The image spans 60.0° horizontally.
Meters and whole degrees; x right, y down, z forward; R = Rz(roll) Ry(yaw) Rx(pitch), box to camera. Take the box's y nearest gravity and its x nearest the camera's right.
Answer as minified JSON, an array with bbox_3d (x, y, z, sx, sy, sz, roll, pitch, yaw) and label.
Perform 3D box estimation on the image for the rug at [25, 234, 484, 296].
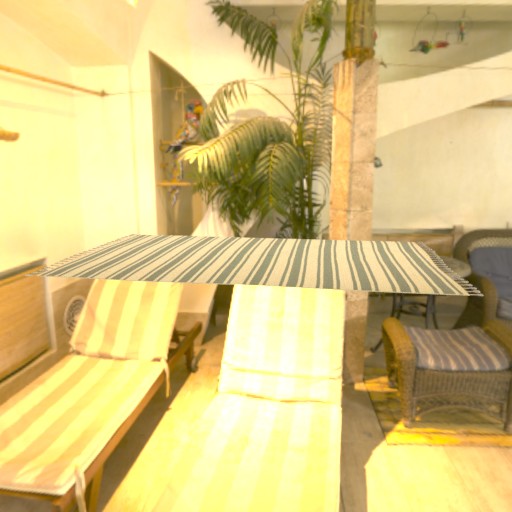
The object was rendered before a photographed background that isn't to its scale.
[{"bbox_3d":[0.000,0.000,2.542,2.084,0.009,1.222,2,12,9],"label":"rug"}]
